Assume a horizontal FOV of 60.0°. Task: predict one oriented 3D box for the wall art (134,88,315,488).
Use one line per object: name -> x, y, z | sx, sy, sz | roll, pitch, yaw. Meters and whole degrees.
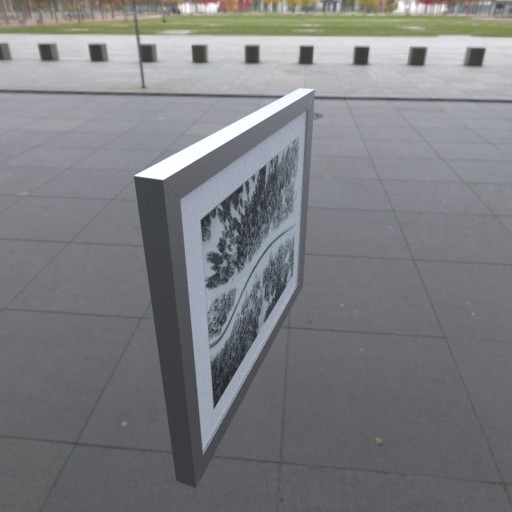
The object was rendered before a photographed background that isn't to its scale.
wall art -> 0.000, 0.000, 0.748 | 0.032, 0.456, 0.557 | 11, 31, 18
